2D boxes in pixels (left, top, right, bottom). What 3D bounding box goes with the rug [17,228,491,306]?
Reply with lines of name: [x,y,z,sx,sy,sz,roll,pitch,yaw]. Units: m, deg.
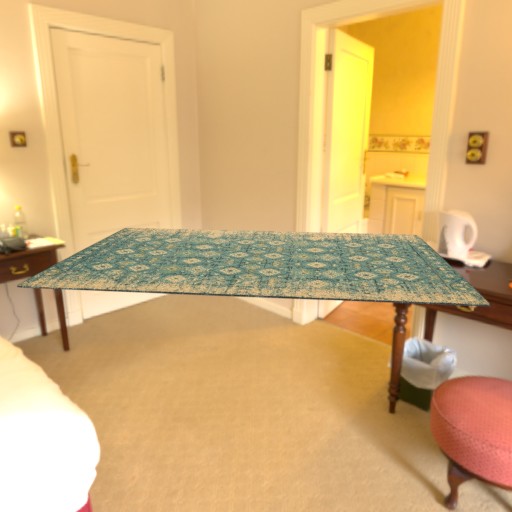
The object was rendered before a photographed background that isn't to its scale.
rug: [0.000,0.000,2.172,1.795,0.008,1.102,2,16,6]
